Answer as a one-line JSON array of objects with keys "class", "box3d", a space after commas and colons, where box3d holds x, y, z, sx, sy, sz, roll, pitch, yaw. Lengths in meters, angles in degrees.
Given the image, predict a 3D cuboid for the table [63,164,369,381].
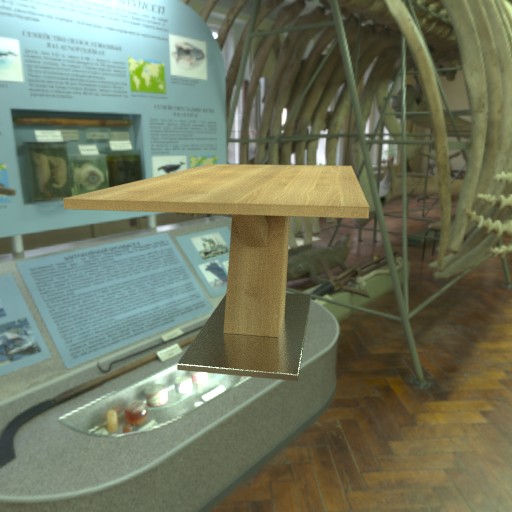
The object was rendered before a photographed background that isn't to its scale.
[{"class": "table", "box3d": [0.000, 0.000, 2.120, 0.900, 0.750, 1.600, 3, 16, 10]}]
